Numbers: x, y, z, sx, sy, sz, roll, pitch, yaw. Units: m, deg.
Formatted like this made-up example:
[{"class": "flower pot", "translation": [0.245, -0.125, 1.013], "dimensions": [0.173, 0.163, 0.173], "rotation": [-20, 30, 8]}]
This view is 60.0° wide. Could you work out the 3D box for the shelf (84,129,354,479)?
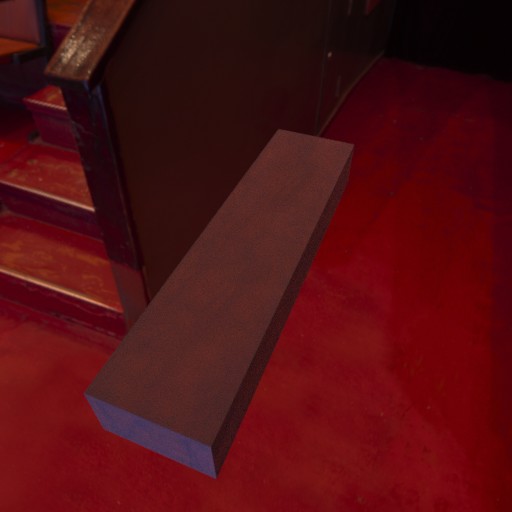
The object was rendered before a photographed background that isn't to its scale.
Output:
[{"class": "shelf", "translation": [0.000, 0.000, 0.685], "dimensions": [0.152, 0.088, 0.607], "rotation": [16, 47, 15]}]
